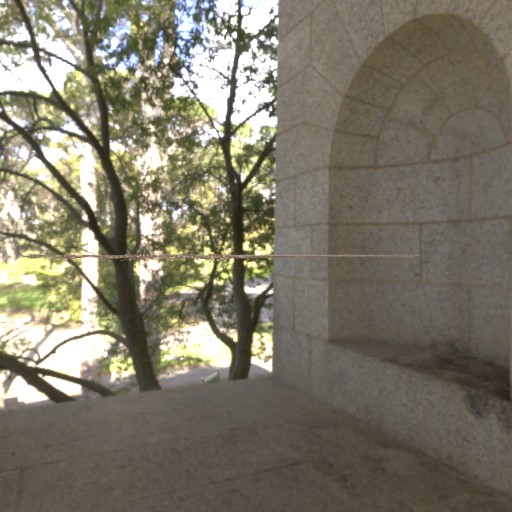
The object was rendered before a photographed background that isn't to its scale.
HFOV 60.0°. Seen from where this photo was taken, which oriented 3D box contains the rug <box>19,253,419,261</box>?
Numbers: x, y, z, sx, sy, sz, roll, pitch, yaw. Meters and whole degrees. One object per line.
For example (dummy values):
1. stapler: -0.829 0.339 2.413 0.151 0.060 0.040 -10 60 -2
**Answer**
1. rug: 0.000 0.000 3.078 1.528 0.034 2.523 0 0 36
